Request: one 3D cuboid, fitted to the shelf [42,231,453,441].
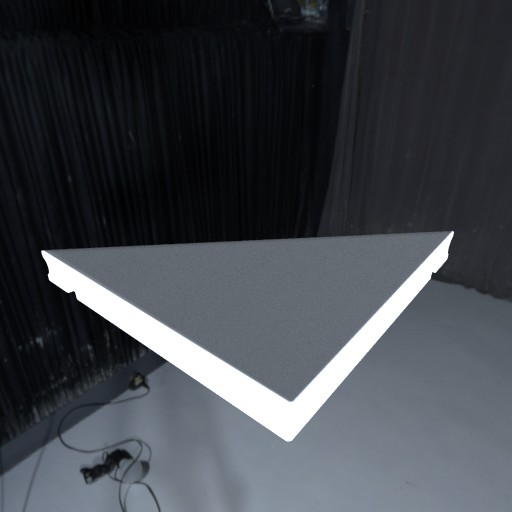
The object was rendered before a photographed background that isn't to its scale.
[{"bbox_3d":[0.000,0.000,0.452,0.296,0.035,0.296,22,37,33],"label":"shelf"}]
